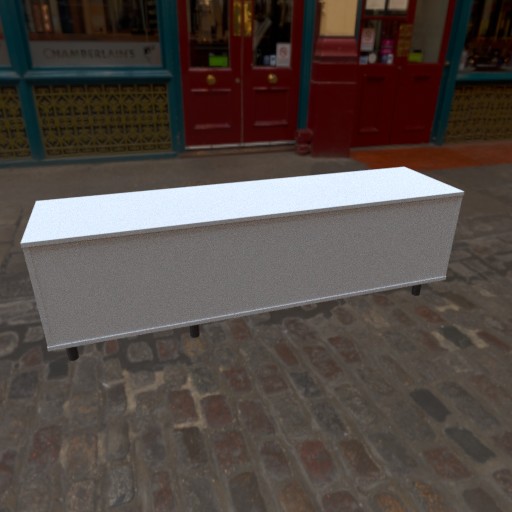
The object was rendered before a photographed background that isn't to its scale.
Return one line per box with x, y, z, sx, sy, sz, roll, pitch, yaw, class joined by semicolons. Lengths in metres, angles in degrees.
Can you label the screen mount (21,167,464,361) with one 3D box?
0.000;0.000;1.825;1.600;0.520;0.418;-8;27;-16;screen mount
